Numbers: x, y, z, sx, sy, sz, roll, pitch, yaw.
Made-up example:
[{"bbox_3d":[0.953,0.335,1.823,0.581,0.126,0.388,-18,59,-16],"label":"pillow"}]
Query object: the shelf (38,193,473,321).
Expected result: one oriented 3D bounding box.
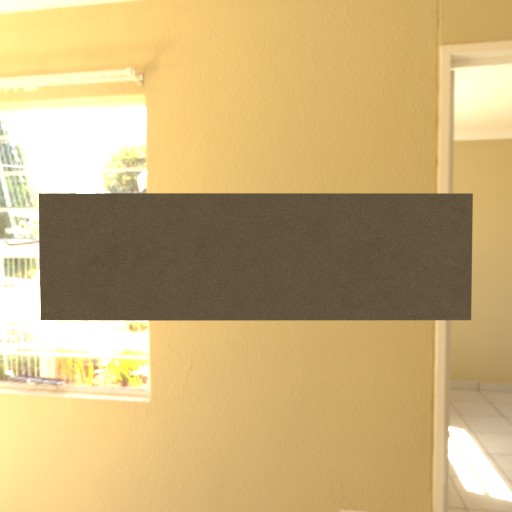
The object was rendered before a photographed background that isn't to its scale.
[{"bbox_3d":[0.000,0.000,1.144,1.020,0.300,0.200,0,2,0],"label":"shelf"}]
